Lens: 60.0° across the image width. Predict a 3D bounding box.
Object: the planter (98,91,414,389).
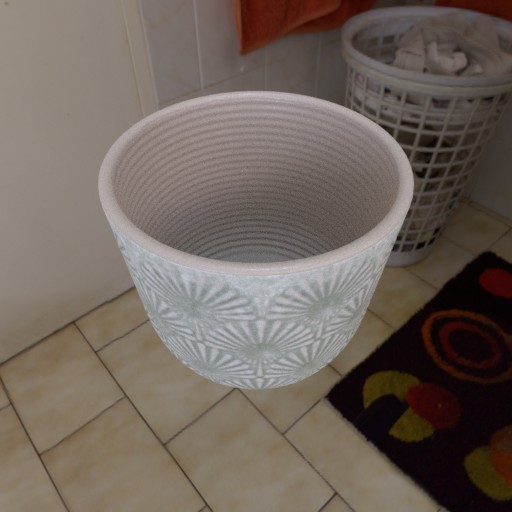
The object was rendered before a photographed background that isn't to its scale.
[{"bbox_3d":[0.000,0.000,0.297,0.170,0.152,0.170,0,45,0],"label":"planter"}]
